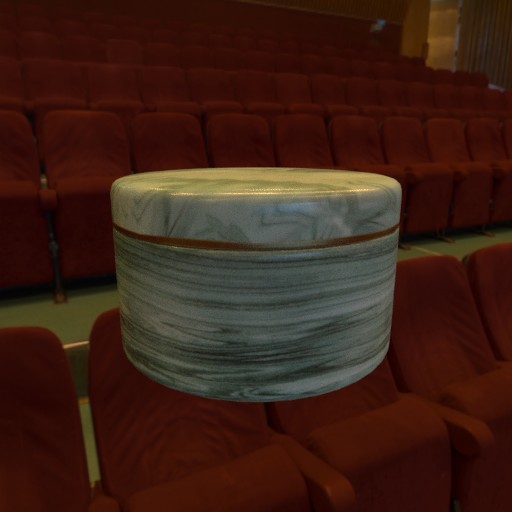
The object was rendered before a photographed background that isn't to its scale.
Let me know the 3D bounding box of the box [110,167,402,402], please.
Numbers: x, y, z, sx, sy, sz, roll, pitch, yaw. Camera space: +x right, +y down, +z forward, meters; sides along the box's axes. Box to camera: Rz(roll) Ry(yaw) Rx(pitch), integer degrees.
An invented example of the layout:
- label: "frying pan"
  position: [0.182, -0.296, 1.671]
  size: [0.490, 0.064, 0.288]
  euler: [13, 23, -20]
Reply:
- label: "box"
  position: [0.000, 0.000, 0.168]
  size: [0.101, 0.063, 0.101]
  euler: [0, 15, 0]
